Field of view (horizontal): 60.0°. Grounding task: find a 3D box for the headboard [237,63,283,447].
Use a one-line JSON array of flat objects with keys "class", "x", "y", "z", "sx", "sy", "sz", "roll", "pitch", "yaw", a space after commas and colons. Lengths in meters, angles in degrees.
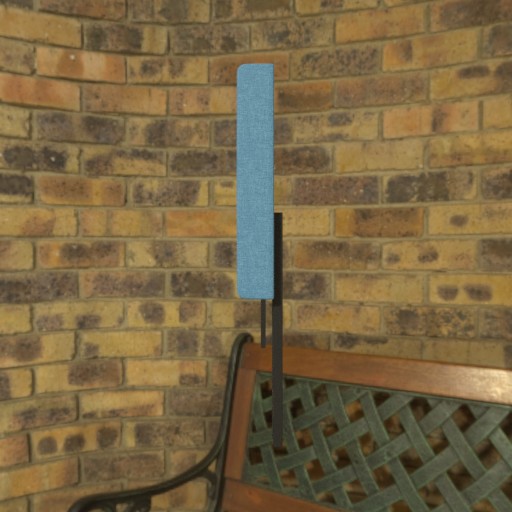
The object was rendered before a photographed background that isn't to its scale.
[{"class": "headboard", "x": 0.000, "y": 0.000, "z": 2.759, "sx": 0.184, "sy": 1.524, "sz": 2.051, "roll": 0, "pitch": 1, "yaw": -1}]
